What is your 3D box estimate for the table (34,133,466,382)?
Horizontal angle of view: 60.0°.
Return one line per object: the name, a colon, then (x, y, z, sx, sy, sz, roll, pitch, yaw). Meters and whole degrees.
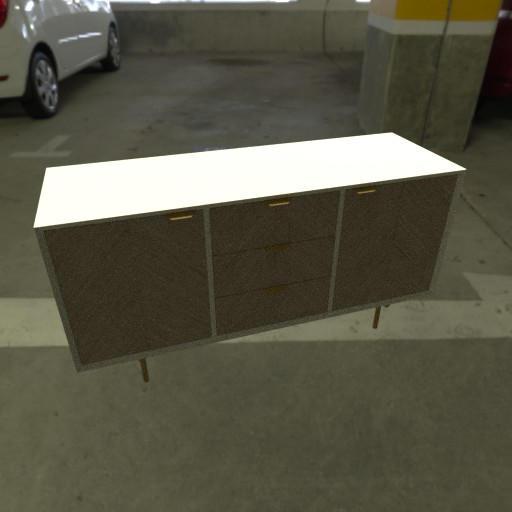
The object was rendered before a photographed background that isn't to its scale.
table: (0.000, 0.000, 1.869, 1.500, 0.769, 0.508, -10, 33, -15)
